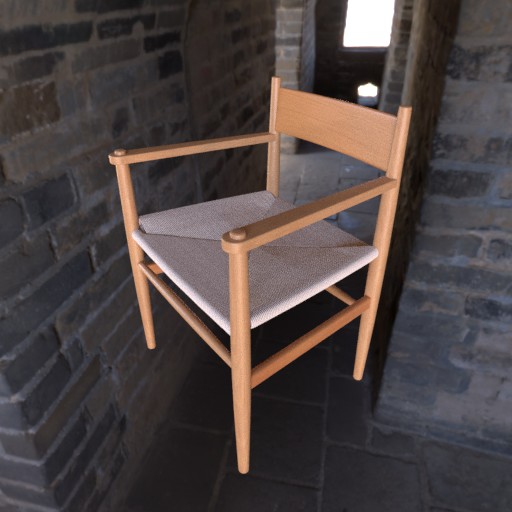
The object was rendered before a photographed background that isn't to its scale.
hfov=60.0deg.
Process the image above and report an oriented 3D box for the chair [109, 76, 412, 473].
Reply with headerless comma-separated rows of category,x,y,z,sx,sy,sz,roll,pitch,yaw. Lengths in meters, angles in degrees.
chair,0.000,0.000,1.130,0.495,0.762,0.556,-20,37,-30
